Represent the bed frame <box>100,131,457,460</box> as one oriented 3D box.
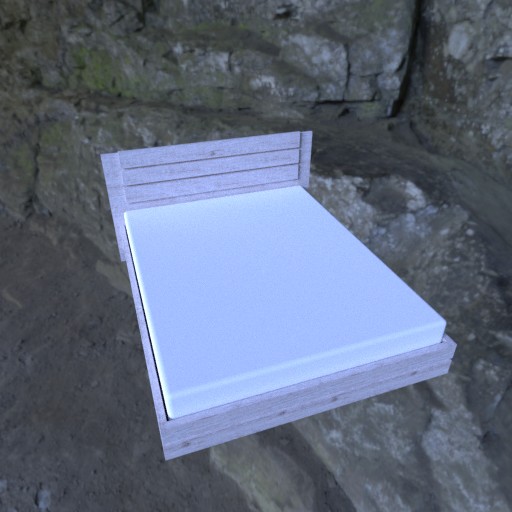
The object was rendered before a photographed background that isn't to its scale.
[{"bbox_3d":[0.000,0.000,3.014,1.750,0.970,2.080,-11,34,-16],"label":"bed frame"}]
